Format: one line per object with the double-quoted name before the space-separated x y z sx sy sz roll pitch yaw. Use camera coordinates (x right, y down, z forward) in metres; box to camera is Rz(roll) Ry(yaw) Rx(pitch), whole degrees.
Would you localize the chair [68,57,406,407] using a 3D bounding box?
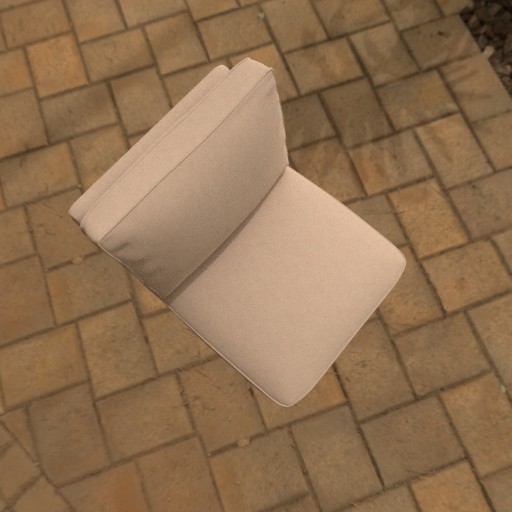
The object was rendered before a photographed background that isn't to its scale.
"chair" 0.000 0.000 1.659 0.912 1.052 0.724 40 78 10
